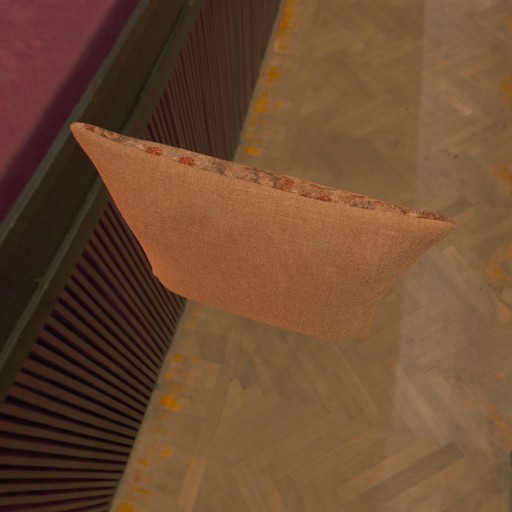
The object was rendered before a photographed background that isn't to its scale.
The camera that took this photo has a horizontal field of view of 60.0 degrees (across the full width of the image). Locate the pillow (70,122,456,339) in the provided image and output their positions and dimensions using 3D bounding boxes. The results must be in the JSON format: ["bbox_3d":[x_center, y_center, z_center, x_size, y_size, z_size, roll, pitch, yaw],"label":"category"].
[{"bbox_3d":[0.000,0.000,0.790,0.523,0.506,0.166,16,65,8],"label":"pillow"}]
